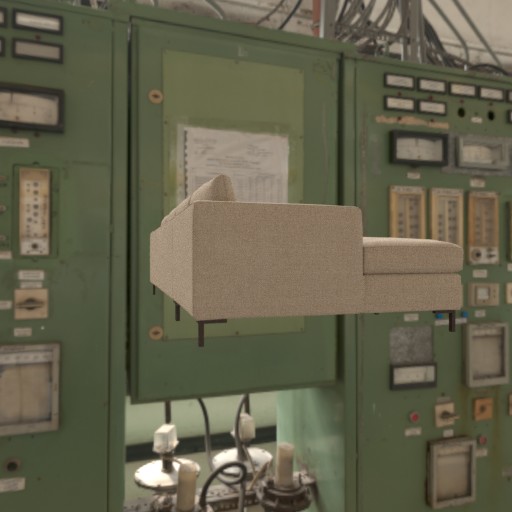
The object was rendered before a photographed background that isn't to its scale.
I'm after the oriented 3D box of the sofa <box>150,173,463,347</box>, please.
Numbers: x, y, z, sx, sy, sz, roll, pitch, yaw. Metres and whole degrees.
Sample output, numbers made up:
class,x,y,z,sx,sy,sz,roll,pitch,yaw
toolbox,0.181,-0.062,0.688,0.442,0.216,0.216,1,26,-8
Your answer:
class,x,y,z,sx,sy,sz,roll,pitch,yaw
sofa,0.000,0.000,3.546,1.469,0.816,2.923,0,0,-17
